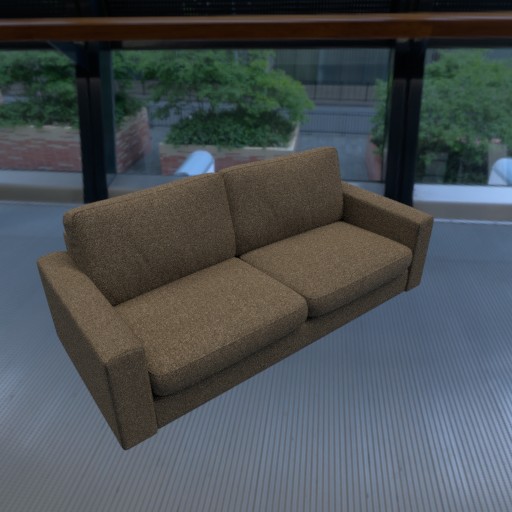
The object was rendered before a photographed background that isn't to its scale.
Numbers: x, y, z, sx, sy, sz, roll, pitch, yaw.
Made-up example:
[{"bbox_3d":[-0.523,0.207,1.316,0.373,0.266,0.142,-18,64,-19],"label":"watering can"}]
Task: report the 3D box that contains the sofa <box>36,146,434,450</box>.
[{"bbox_3d":[0.000,0.000,2.636,2.179,0.873,1.016,-21,36,-32],"label":"sofa"}]
